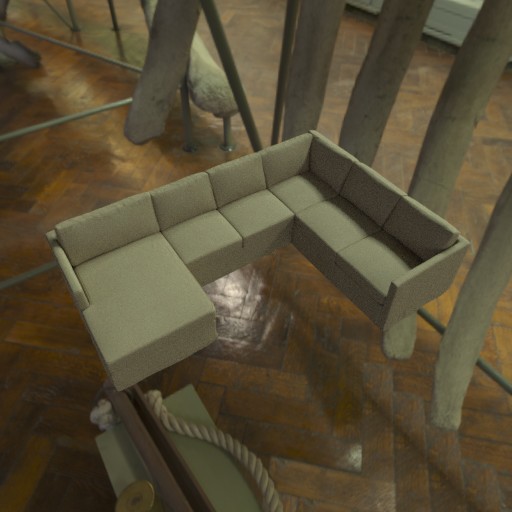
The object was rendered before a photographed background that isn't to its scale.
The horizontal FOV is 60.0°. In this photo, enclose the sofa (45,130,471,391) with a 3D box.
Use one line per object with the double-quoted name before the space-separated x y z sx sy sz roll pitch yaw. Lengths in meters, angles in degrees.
"sofa" 0.000 0.000 4.564 3.528 0.878 2.476 -25 51 -22
